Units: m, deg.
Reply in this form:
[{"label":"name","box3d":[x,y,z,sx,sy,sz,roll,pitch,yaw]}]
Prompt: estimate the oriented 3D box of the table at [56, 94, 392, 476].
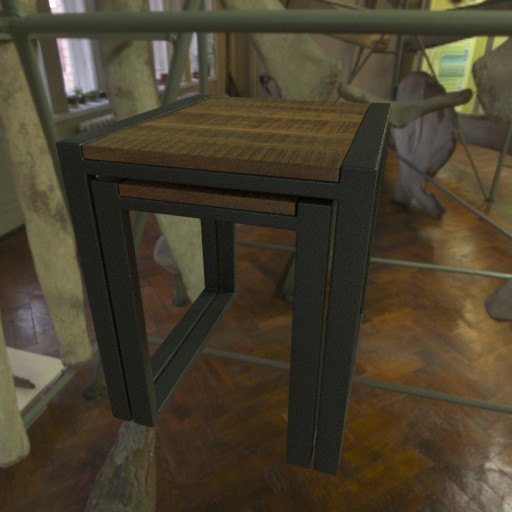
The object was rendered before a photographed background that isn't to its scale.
[{"label":"table","box3d":[0.000,0.000,0.913,0.449,0.550,0.500,8,29,15]}]
